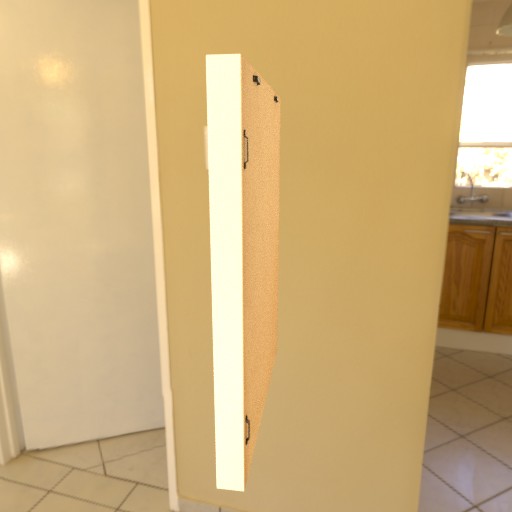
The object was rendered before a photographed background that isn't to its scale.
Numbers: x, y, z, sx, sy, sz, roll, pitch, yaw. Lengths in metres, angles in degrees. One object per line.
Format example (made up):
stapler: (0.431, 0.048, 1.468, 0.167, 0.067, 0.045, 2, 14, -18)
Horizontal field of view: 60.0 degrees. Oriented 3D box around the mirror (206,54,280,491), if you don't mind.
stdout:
mirror: (0.000, 0.000, 0.691, 0.041, 0.508, 0.405, 2, 14, 8)
